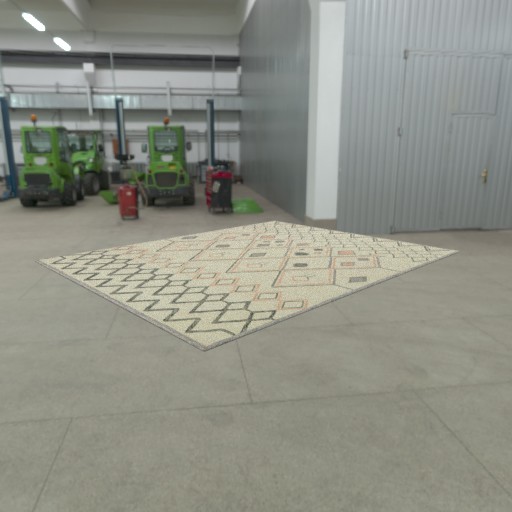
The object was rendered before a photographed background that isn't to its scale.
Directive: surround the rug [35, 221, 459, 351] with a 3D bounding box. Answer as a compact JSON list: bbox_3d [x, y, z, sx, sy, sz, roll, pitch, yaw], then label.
[{"bbox_3d":[0.000,0.000,4.059,3.050,0.016,2.441,-13,19,-42],"label":"rug"}]
